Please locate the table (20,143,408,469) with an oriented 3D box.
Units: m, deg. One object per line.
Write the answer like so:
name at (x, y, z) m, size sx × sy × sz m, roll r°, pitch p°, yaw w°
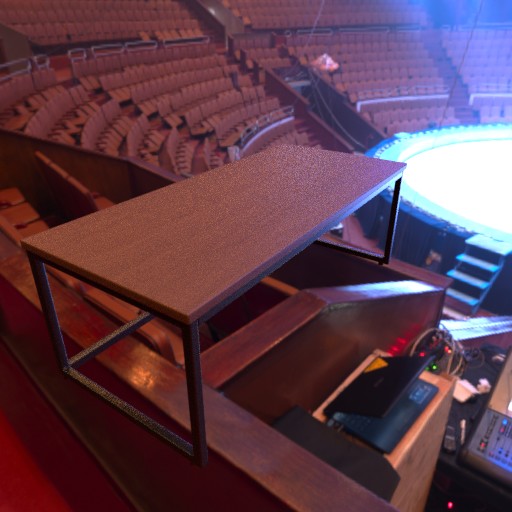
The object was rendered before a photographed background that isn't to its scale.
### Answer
table at (0.000, 0.000, 1.339) m, size 0.500 × 0.400 × 1.100 m, roll 18°, pitch 32°, yaw 31°
